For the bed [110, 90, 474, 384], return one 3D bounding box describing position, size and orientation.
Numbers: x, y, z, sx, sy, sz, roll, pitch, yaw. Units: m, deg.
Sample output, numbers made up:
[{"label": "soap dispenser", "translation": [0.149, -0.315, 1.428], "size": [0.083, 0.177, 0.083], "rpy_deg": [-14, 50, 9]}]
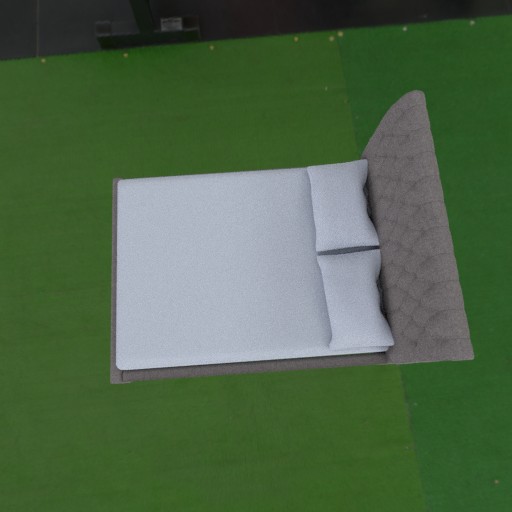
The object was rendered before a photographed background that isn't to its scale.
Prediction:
[{"label": "bed", "translation": [0.000, 0.000, 3.190], "size": [2.252, 1.371, 1.645], "rpy_deg": [-4, 75, -1]}]
